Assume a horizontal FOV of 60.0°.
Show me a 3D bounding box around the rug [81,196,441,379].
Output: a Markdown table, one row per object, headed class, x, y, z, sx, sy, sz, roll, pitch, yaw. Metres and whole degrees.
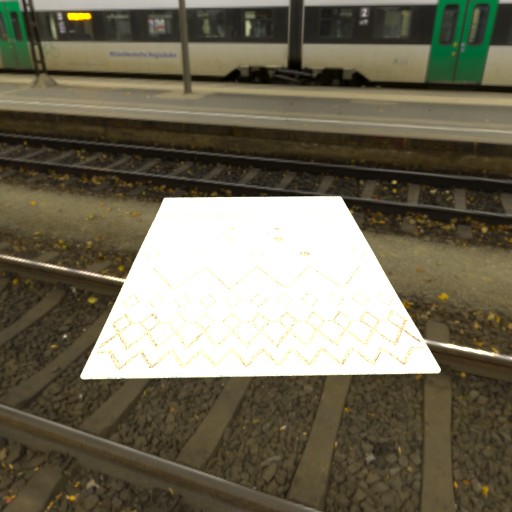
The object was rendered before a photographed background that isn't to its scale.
| class | x | y | z | sx | sy | sz | roll | pitch | yaw |
| --- | --- | --- | --- | --- | --- | --- | --- | --- | --- |
| rug | 0.000 | 0.000 | 2.350 | 1.260 | 0.009 | 1.820 | -1 | 27 | -1 |
